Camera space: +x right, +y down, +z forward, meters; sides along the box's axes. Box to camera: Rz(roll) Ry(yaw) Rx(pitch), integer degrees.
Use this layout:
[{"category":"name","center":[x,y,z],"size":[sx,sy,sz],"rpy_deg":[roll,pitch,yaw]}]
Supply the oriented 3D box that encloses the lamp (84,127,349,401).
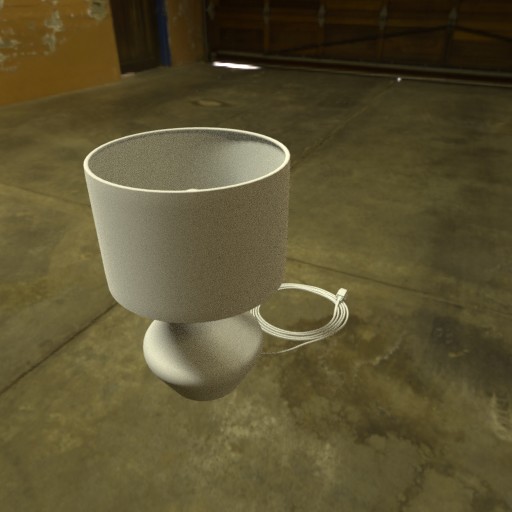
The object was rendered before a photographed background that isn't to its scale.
[{"category":"lamp","center":[0.000,0.000,0.856],"size":[0.546,0.457,0.401],"rpy_deg":[-9,32,-15]}]
